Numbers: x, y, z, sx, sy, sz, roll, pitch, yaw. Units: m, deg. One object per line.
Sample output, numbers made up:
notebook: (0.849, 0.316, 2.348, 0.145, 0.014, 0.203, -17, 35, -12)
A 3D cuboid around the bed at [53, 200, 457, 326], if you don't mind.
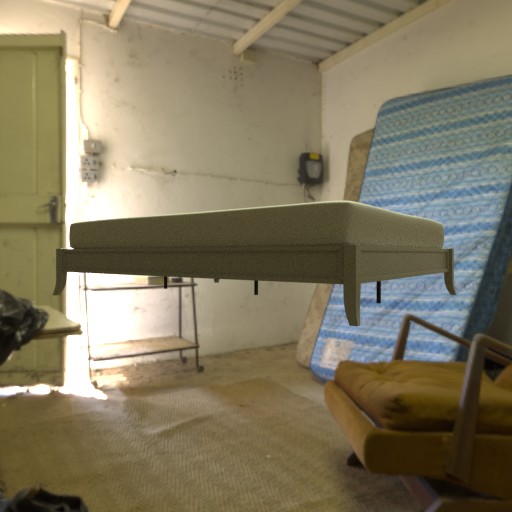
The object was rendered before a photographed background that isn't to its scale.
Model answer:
bed: (0.000, 0.000, 2.902, 2.108, 0.510, 1.604, 0, 0, 36)
